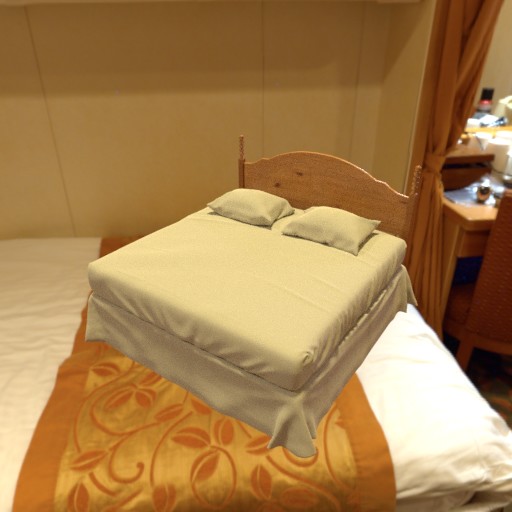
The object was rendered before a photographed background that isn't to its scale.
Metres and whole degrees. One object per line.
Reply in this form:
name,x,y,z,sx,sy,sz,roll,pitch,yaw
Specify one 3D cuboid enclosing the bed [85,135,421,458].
bed,0.000,0.000,3.758,2.322,1.355,2.219,19,34,30
